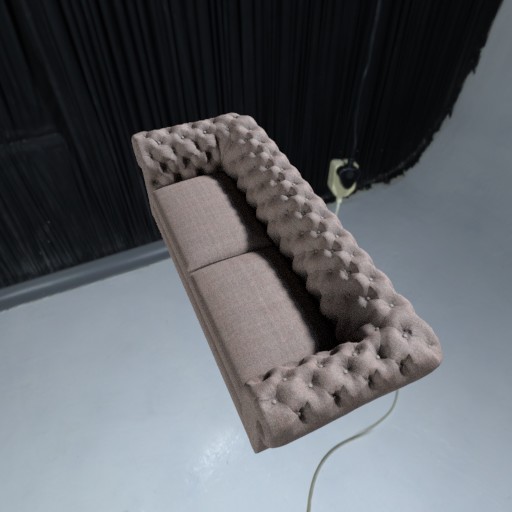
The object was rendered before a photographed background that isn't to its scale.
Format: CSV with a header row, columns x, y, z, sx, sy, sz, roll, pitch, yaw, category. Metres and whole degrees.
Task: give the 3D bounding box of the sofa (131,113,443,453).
x,y,z,sx,sy,sz,roll,pitch,yaw,category
0.000,0.000,2.811,0.944,0.787,2.385,-18,50,-16,sofa
